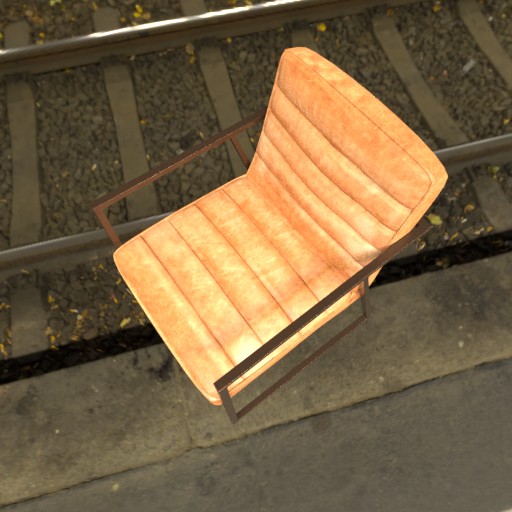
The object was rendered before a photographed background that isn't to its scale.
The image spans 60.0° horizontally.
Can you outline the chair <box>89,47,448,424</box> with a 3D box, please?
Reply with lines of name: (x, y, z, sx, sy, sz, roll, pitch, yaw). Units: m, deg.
chair: (0.000, 0.000, 1.258, 0.677, 0.832, 0.571, -34, 68, -15)
